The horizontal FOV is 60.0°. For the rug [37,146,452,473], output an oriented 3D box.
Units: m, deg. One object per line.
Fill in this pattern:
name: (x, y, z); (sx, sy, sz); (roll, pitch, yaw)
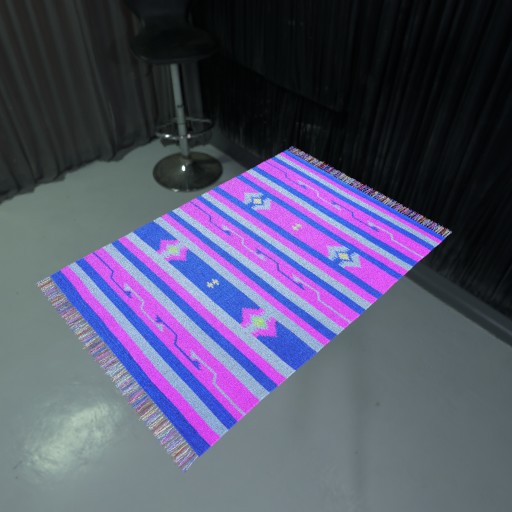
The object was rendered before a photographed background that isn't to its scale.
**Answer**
rug: (0.000, 0.000, 2.920); (2.350, 0.013, 1.539); (-34, 54, -29)
